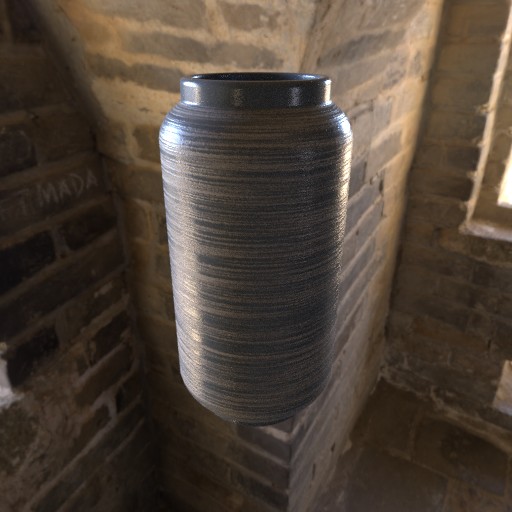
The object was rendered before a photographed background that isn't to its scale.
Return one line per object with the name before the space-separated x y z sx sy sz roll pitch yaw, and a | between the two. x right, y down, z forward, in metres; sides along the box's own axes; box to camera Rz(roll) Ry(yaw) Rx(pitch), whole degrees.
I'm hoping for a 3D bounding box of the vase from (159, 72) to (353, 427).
vase | 0.000 0.000 0.305 0.116 0.230 0.116 0 26 0
